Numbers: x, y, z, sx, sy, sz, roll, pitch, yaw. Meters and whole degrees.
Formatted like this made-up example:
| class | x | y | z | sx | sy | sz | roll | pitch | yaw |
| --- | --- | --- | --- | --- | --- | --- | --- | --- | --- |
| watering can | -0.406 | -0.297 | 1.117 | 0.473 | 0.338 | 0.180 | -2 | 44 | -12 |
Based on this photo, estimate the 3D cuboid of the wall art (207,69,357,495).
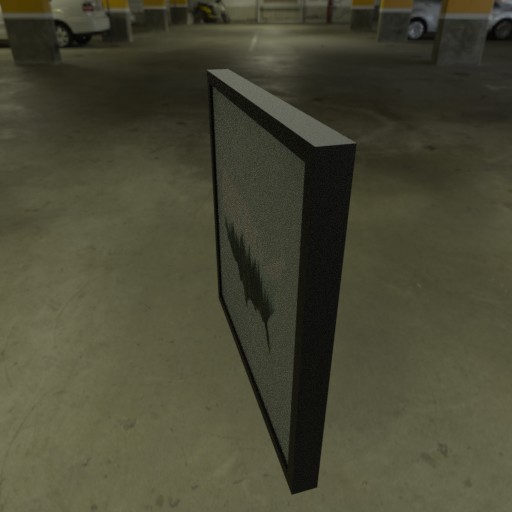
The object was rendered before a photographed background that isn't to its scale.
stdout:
| class | x | y | z | sx | sy | sz | roll | pitch | yaw |
| --- | --- | --- | --- | --- | --- | --- | --- | --- | --- |
| wall art | 0.000 | 0.000 | 0.730 | 0.040 | 0.509 | 0.509 | -8 | 31 | -14 |
